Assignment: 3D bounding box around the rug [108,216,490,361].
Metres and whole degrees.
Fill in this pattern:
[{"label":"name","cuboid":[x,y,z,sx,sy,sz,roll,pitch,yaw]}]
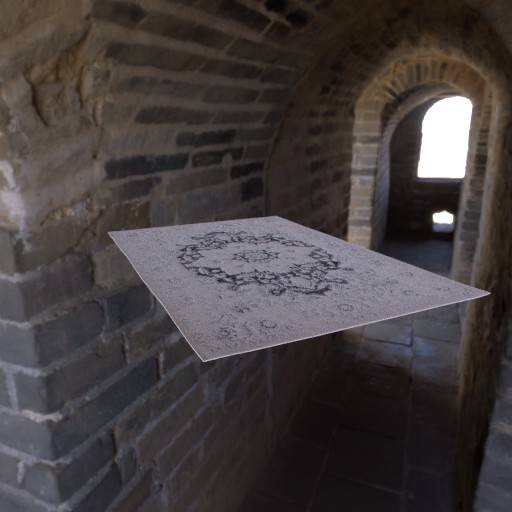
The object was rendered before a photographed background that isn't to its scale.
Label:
[{"label":"rug","cuboid":[0.000,0.000,2.305,1.223,0.008,1.813,-8,18,-25]}]
